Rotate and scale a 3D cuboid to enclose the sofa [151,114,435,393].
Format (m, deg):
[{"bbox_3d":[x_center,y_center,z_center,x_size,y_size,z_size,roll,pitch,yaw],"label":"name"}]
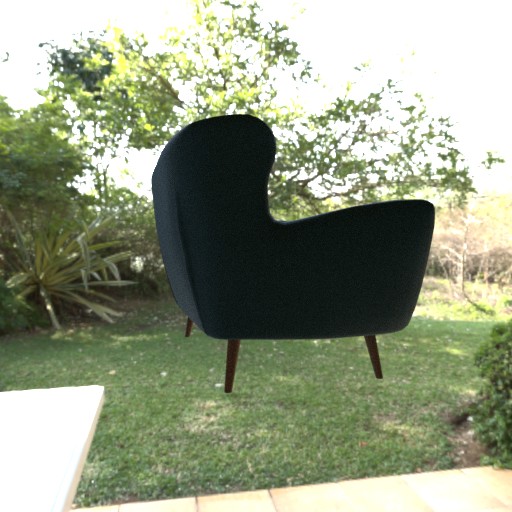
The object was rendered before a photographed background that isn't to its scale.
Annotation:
[{"bbox_3d":[0.000,0.000,2.004,0.889,0.889,1.397,0,1,-17],"label":"sofa"}]
